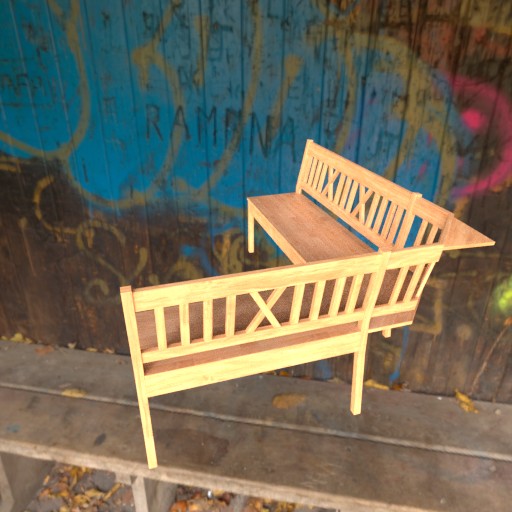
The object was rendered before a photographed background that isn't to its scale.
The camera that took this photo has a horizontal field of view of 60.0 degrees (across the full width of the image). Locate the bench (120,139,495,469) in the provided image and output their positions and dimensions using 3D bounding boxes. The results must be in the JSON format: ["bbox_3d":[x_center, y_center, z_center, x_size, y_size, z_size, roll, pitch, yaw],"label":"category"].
[{"bbox_3d":[0.000,0.000,2.664,1.537,0.902,1.937,-8,28,-16],"label":"bench"}]
